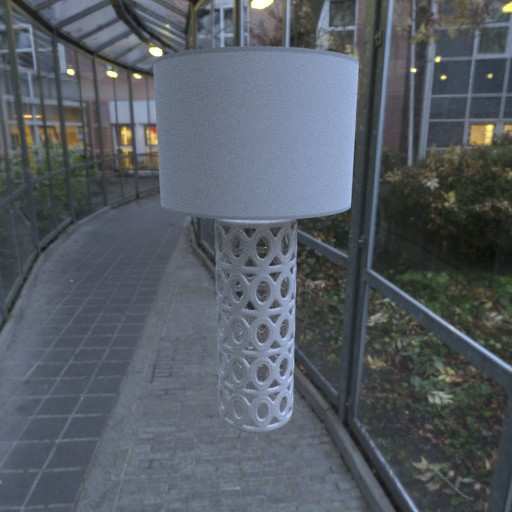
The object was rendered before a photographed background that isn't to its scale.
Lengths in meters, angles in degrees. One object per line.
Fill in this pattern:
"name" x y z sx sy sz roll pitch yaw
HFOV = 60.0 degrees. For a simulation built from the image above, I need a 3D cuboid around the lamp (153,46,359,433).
"lamp" 0.000 0.000 0.799 0.325 0.636 0.324 2 15 9
